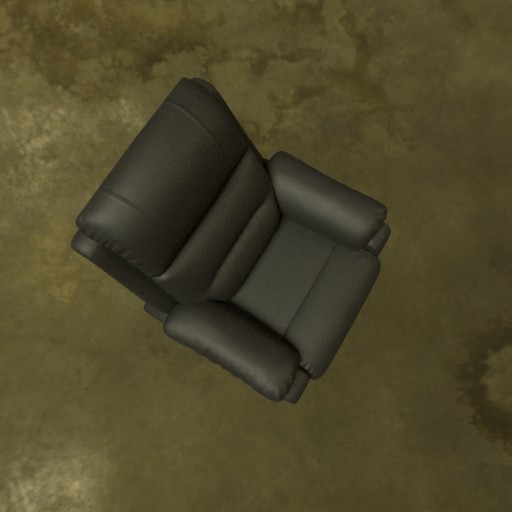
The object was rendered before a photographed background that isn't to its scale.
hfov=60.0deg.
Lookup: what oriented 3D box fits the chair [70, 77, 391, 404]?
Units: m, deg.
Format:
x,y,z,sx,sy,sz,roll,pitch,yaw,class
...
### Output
x,y,z,sx,sy,sz,roll,pitch,yaw,class
0.000,0.000,1.702,0.919,0.992,0.855,30,77,8,chair
